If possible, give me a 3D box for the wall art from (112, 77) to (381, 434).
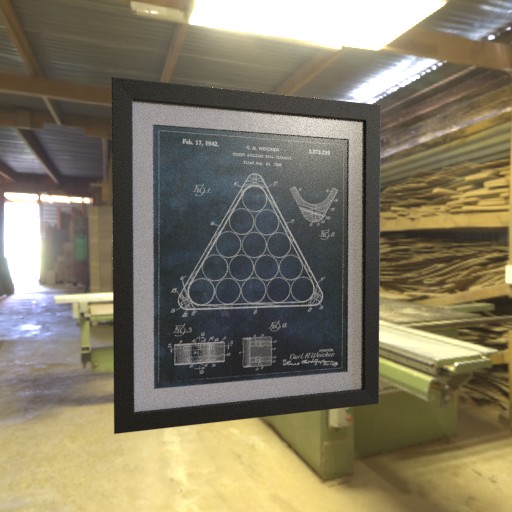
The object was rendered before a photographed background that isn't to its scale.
[{"bbox_3d":[0.000,0.000,0.704,0.432,0.508,0.025,0,1,-16],"label":"wall art"}]
